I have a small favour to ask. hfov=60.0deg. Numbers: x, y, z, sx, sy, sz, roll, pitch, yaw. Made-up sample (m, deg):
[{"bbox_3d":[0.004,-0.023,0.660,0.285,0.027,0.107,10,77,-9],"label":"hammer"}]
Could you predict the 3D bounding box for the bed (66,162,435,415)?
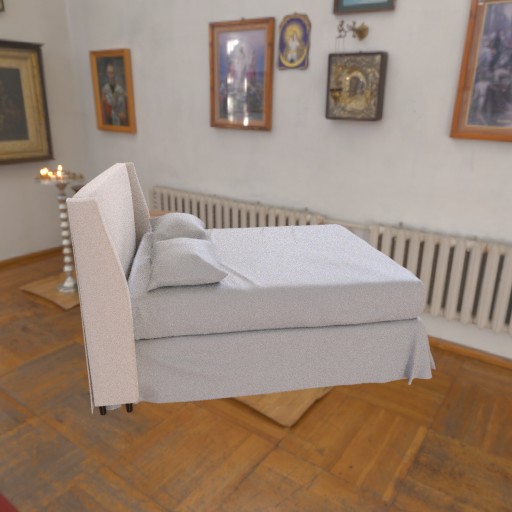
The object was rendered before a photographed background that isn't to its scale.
[{"bbox_3d":[0.000,0.000,3.486,2.276,1.332,1.925,-3,18,-9],"label":"bed"}]
